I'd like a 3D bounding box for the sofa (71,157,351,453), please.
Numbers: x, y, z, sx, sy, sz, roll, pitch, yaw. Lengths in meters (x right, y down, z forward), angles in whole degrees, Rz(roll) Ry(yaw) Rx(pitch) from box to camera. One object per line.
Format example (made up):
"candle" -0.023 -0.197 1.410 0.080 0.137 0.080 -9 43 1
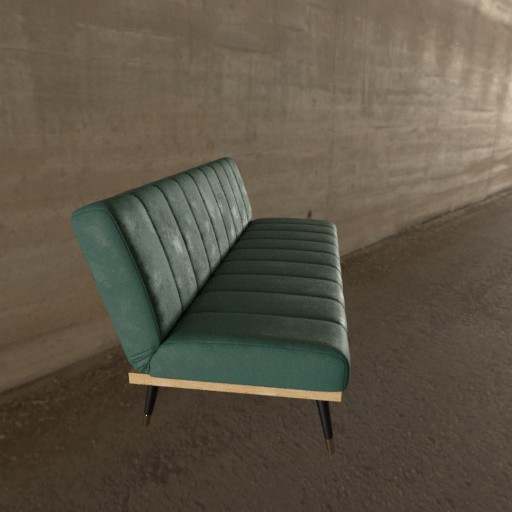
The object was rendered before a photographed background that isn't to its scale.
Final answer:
"sofa" 0.000 0.000 2.175 0.830 0.820 1.810 2 17 8
